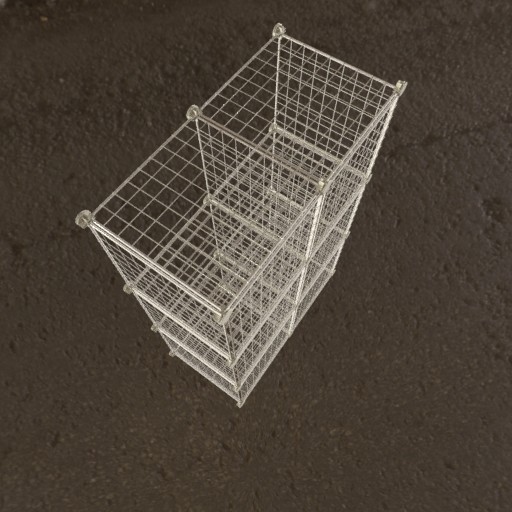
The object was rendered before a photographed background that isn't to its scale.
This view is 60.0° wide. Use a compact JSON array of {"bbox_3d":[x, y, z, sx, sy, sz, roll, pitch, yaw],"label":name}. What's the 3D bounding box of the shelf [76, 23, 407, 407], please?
[{"bbox_3d":[0.000,0.000,1.411,0.356,1.067,0.711,32,68,15],"label":"shelf"}]
